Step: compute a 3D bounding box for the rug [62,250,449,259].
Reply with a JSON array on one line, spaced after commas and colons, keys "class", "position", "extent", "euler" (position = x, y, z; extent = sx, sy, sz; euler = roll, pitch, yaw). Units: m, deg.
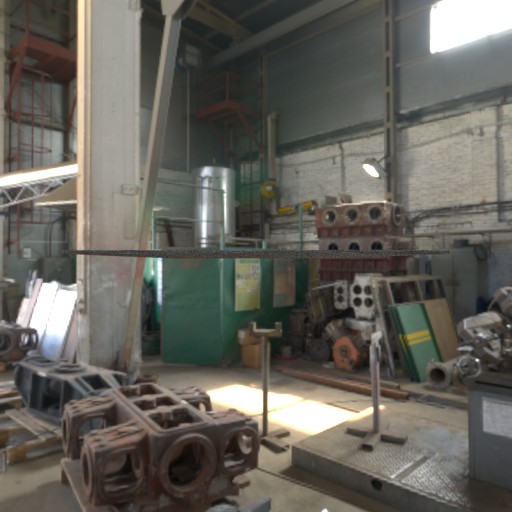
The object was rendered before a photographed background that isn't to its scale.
[{"class": "rug", "position": [0.000, 0.000, 2.290], "extent": [1.208, 0.012, 1.819], "euler": [0, -1, 0]}]
